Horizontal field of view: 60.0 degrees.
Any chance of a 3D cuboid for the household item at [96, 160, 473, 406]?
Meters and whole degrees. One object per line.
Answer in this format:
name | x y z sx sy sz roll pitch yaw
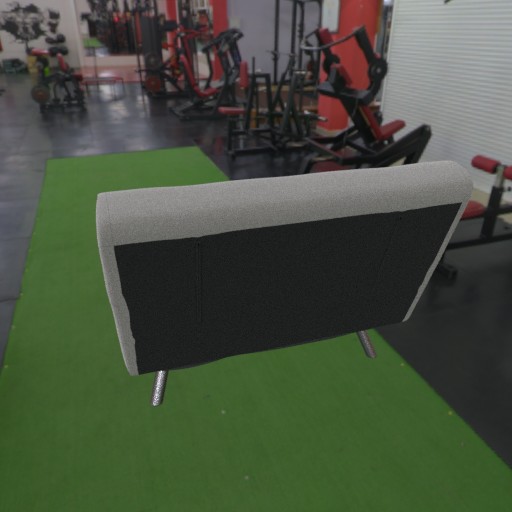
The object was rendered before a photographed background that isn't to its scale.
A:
household item | 0.000 0.000 1.601 1.000 0.800 0.874 -8 28 -15
